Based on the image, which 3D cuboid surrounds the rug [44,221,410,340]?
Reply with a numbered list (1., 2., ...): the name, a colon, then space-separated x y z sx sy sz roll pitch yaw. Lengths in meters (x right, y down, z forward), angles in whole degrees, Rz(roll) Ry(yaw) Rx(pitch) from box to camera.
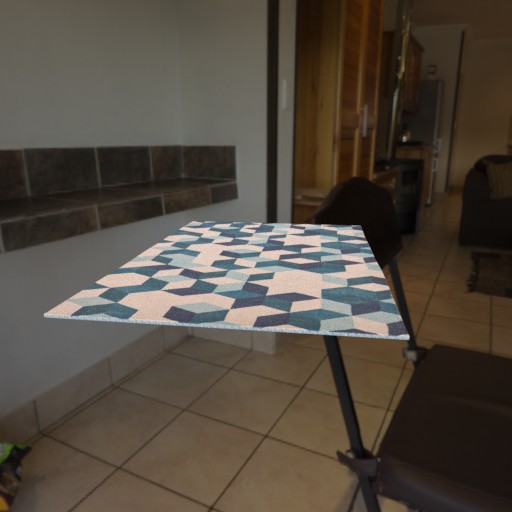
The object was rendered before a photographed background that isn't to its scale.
1. rug: 0.000 0.000 2.319 1.235 0.014 1.829 2 15 8
